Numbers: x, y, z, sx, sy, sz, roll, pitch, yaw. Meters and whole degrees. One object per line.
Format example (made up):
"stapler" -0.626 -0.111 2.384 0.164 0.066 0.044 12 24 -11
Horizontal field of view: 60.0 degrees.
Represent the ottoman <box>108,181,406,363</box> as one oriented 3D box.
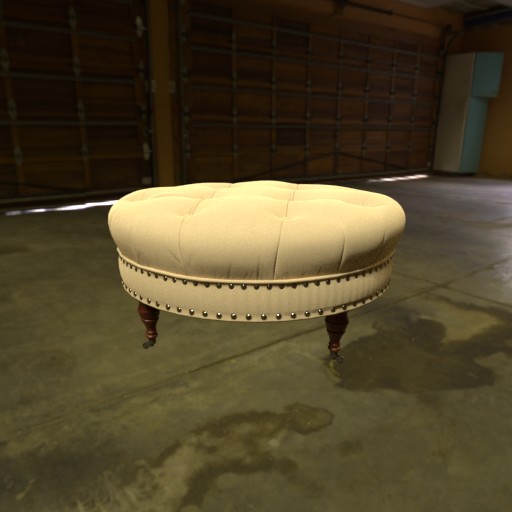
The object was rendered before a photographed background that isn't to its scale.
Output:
"ottoman" 0.000 0.000 1.442 0.901 0.439 0.901 0 16 0
